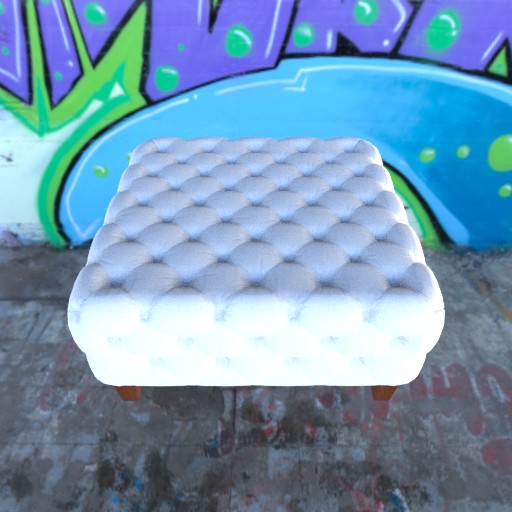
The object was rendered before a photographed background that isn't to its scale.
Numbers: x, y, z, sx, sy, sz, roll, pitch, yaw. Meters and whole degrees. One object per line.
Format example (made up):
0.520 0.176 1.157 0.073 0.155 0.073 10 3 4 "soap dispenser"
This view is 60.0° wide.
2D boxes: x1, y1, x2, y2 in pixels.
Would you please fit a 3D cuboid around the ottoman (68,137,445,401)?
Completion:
0.000 0.000 1.214 0.753 0.376 0.755 0 41 0 "ottoman"
